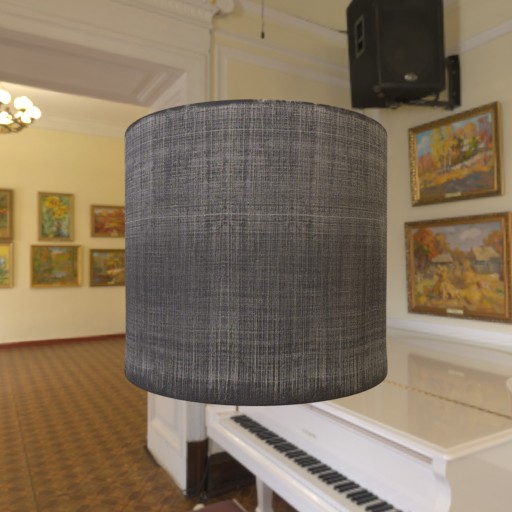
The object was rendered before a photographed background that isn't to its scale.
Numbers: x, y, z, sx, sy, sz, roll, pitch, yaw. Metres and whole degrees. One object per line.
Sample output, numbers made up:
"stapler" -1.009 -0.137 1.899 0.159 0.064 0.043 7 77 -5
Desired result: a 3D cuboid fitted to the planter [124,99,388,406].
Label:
"planter" 0.000 0.000 0.312 0.178 0.157 0.178 0 -1 0
